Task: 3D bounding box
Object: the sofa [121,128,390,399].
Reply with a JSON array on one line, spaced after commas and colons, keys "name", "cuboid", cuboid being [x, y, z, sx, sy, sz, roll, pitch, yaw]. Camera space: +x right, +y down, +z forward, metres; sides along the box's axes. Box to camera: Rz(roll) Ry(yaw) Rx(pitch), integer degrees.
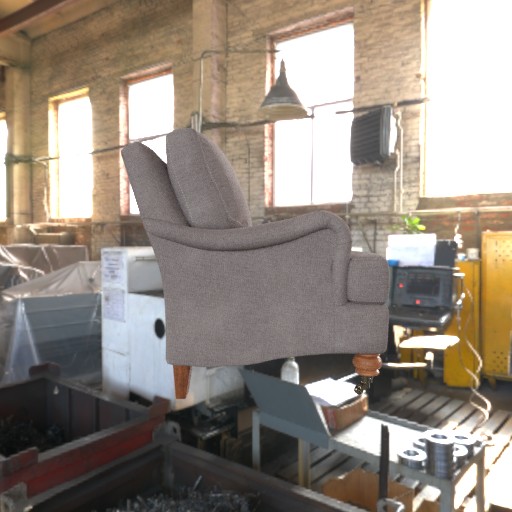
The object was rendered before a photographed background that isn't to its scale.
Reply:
[{"name": "sofa", "cuboid": [0.000, 0.000, 2.629, 1.084, 1.101, 1.853, 0, 2, 0]}]
